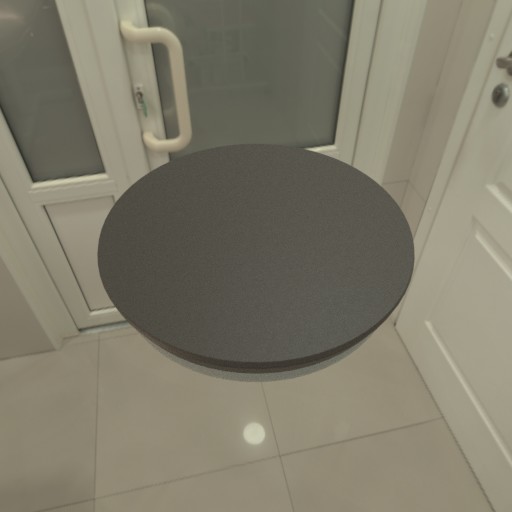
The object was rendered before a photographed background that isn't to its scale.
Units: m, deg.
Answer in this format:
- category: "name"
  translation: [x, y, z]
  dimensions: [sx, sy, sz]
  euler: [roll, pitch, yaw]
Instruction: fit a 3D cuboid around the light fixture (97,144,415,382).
- category: "light fixture"
  translation: [0.000, 0.000, 0.563]
  dimensions: [0.368, 0.100, 0.368]
  euler: [0, 46, 0]
